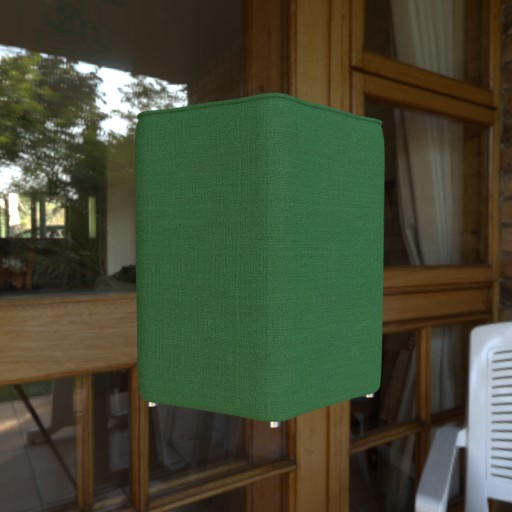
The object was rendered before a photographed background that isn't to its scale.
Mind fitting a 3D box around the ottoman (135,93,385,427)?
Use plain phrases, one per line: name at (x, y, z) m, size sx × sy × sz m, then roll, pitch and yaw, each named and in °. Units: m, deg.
ottoman at (0.000, 0.000, 0.893) m, size 0.499 × 0.507 × 0.444 m, roll -1°, pitch 1°, yaw -37°
